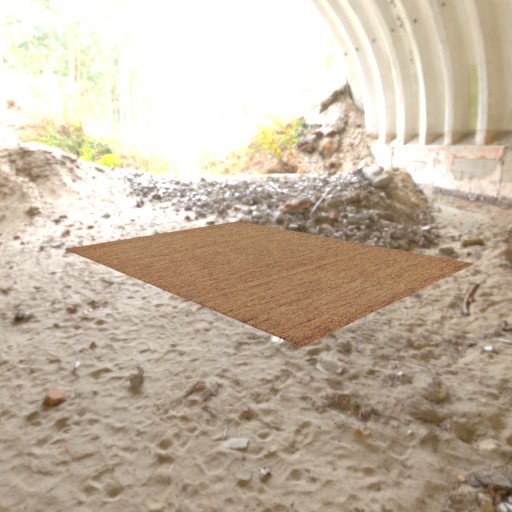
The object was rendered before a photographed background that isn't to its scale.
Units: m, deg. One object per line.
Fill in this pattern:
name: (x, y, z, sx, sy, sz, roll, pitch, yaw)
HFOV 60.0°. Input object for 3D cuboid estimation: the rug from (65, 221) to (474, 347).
rug: (0.000, 0.000, 4.327, 2.438, 0.012, 3.200, -14, 20, -43)
